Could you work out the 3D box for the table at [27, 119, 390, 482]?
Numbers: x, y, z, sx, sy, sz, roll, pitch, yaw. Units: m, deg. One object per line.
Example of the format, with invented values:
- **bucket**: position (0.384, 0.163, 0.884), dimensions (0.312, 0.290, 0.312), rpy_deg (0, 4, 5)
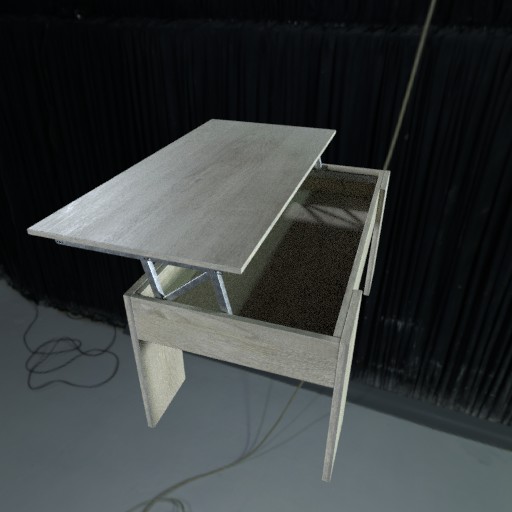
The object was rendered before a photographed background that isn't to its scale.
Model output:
- **table**: position (0.000, 0.000, 1.416), dimensions (0.711, 0.570, 1.000), rpy_deg (10, 33, 16)
